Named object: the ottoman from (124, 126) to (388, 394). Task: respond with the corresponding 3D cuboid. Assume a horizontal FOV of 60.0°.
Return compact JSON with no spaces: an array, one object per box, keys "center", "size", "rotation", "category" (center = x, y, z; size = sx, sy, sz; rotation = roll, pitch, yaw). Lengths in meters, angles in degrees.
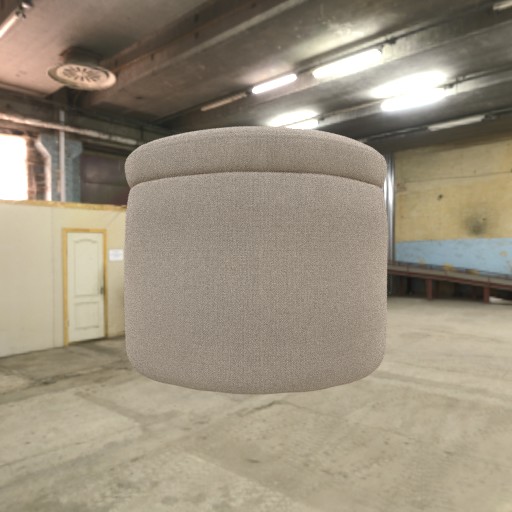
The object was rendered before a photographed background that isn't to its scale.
[{"center":[0.000,0.000,0.873],"size":[0.497,0.409,0.497],"rotation":[0,0,0],"category":"ottoman"}]
